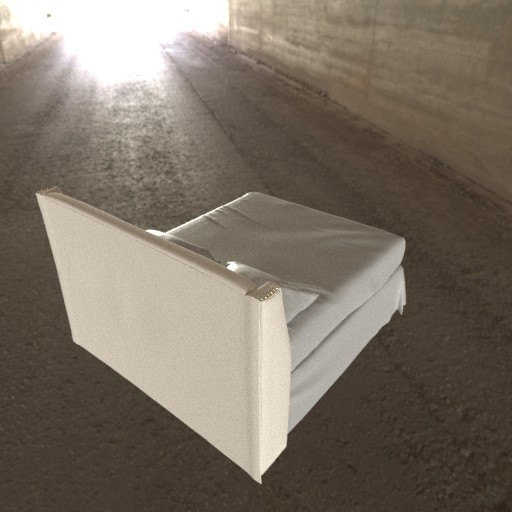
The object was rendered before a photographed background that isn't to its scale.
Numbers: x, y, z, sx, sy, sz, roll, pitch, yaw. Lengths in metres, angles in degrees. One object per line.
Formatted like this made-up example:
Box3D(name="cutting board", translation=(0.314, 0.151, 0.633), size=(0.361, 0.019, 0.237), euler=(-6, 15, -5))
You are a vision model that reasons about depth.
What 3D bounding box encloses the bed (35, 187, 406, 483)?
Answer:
Box3D(name="bed", translation=(0.000, 0.000, 3.451), size=(1.925, 1.332, 2.276), euler=(22, 37, 33))
